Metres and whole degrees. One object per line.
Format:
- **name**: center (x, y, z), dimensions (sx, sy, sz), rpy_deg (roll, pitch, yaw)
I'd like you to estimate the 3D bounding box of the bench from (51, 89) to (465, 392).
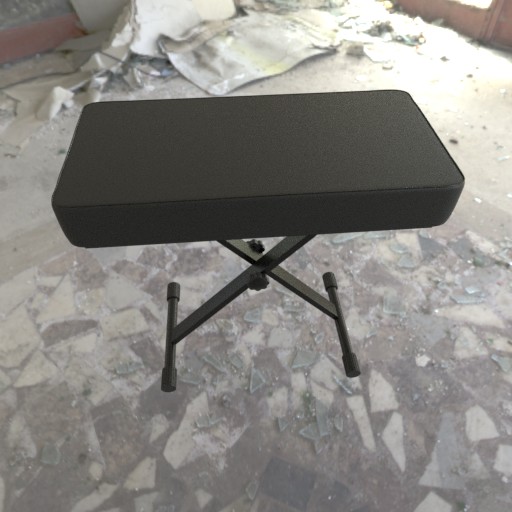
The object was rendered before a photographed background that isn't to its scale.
- **bench**: center (0.000, 0.000, 0.926), dimensions (0.600, 0.561, 0.300), rpy_deg (-4, 47, -3)
